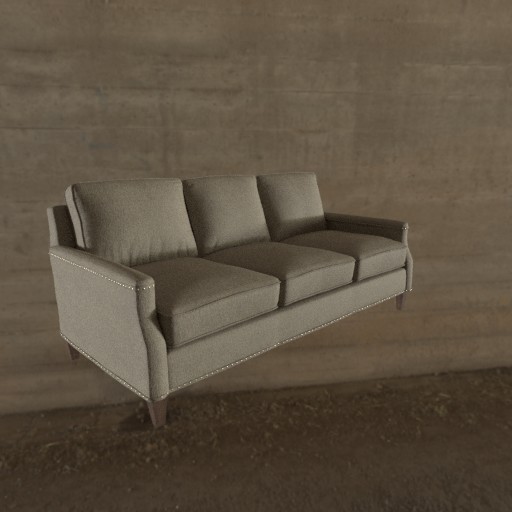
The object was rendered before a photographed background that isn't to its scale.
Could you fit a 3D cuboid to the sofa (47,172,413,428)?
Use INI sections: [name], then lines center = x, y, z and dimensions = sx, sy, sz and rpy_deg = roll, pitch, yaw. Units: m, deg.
[sofa]
center = 0.000, 0.000, 2.847
dimensions = 2.246, 1.003, 1.084
rpy_deg = -12, 18, -43
